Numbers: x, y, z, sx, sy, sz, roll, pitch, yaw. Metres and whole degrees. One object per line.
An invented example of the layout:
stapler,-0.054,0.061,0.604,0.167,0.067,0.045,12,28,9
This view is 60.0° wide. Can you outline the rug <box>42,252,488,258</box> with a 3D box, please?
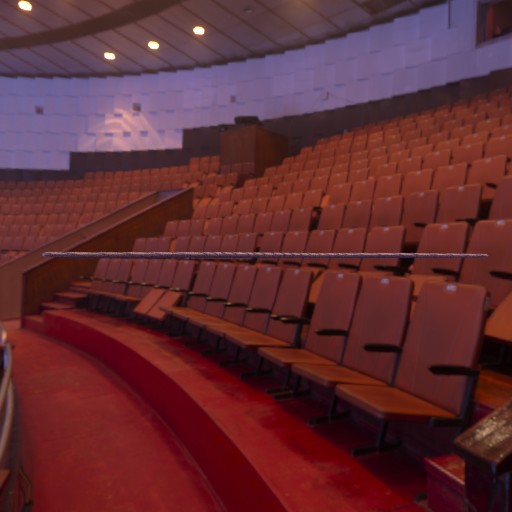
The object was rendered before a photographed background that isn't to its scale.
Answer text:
rug,0.000,0.000,2.972,2.406,0.023,1.539,0,0,-18
